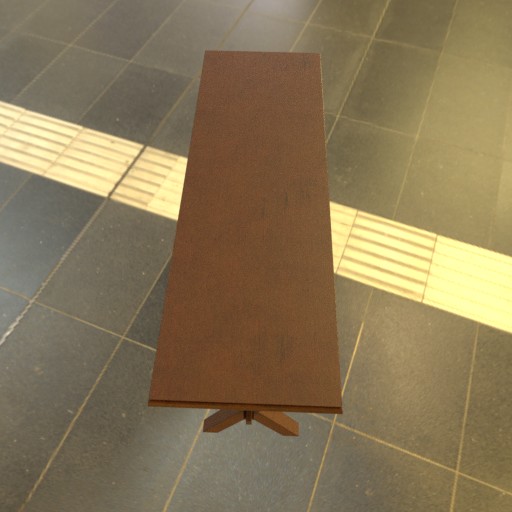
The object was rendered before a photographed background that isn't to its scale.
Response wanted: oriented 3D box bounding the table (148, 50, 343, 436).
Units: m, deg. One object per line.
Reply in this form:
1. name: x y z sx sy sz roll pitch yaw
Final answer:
1. table: 0.000 0.000 1.536 0.399 0.763 1.197 2 58 1
